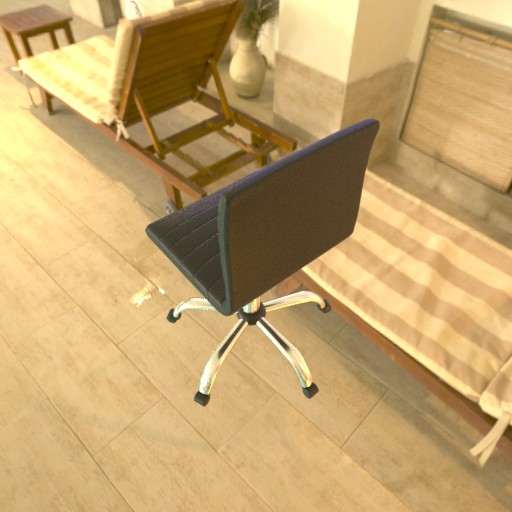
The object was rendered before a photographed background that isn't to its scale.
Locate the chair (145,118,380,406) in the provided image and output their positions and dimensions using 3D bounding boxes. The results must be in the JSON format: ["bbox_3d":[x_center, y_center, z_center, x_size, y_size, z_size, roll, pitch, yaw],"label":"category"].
[{"bbox_3d":[0.000,0.000,1.157,0.556,0.780,0.530,-31,54,-26],"label":"chair"}]
